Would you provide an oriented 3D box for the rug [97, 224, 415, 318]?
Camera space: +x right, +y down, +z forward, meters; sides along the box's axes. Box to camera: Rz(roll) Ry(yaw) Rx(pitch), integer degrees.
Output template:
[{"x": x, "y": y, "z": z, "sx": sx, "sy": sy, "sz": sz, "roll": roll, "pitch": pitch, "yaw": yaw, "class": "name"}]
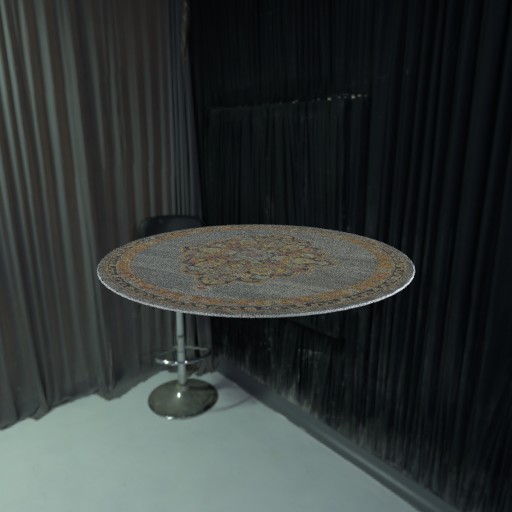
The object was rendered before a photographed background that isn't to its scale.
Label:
[{"x": 0.000, "y": 0.000, "z": 2.358, "sx": 1.598, "sy": 0.010, "sz": 1.598, "roll": 0, "pitch": 16, "yaw": 0, "class": "rug"}]
